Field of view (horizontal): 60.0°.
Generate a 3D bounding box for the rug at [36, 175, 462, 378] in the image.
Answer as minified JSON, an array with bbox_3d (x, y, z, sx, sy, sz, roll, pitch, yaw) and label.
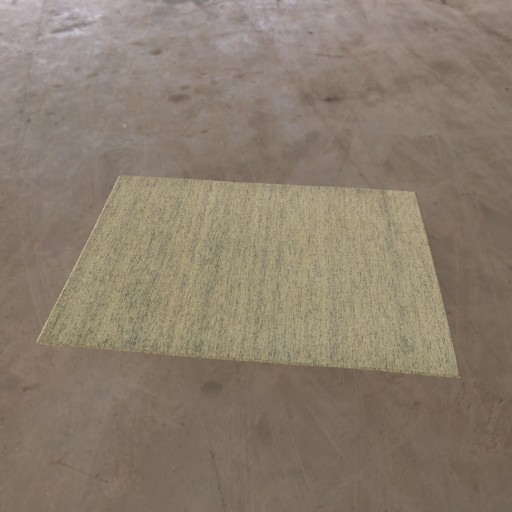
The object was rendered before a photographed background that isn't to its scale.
[{"bbox_3d":[0.000,0.000,2.328,1.846,0.014,1.243,4,47,4],"label":"rug"}]
